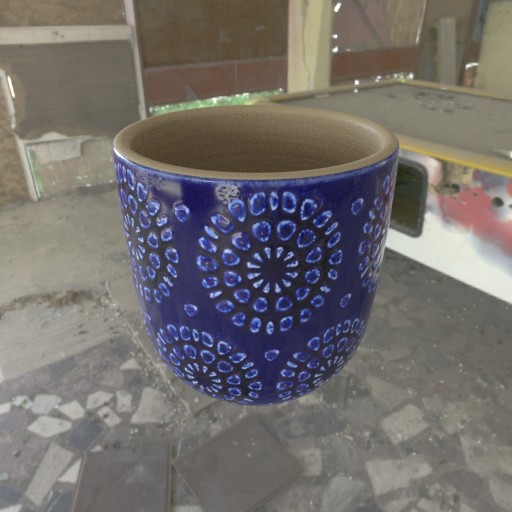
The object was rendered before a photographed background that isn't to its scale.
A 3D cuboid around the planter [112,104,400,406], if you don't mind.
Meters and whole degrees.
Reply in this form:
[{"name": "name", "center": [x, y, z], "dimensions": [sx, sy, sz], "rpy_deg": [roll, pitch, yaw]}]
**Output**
[{"name": "planter", "center": [0.000, 0.000, 0.199], "dimensions": [0.109, 0.112, 0.109], "rpy_deg": [0, 29, 0]}]
